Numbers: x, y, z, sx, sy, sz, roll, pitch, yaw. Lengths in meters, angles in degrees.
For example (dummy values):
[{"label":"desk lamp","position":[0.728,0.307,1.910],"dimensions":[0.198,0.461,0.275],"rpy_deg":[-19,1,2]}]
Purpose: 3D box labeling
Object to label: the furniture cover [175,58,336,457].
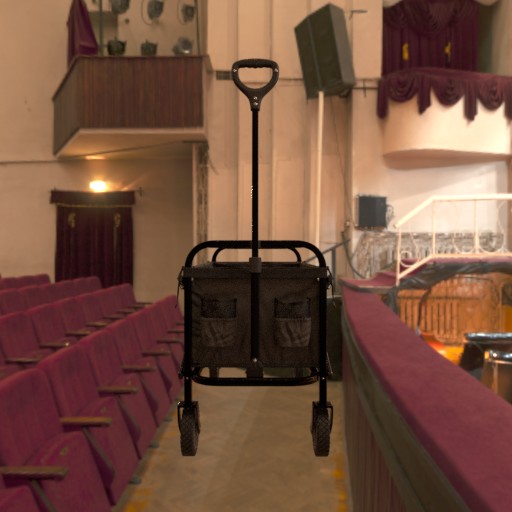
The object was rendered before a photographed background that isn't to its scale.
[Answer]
[{"label":"furniture cover","position":[0.000,0.000,1.823],"dimensions":[0.532,1.295,1.038],"rpy_deg":[0,1,0]}]
